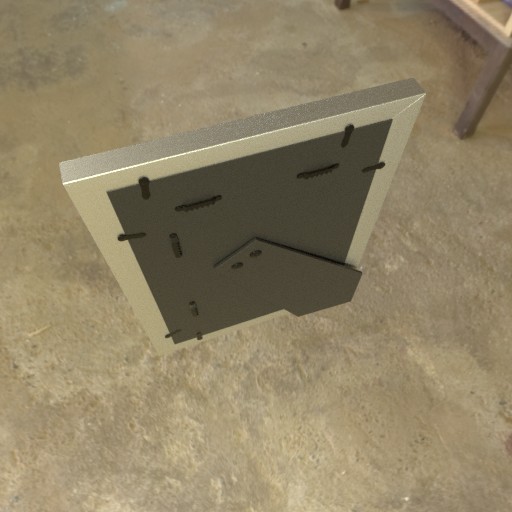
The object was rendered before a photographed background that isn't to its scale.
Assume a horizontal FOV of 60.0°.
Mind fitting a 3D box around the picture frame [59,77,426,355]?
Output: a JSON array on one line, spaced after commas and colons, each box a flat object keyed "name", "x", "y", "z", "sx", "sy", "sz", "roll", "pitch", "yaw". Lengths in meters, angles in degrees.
[{"name": "picture frame", "x": 0.000, "y": 0.000, "z": 0.521, "sx": 0.307, "sy": 0.386, "sz": 0.036, "roll": -17, "pitch": 60, "yaw": -10}]
